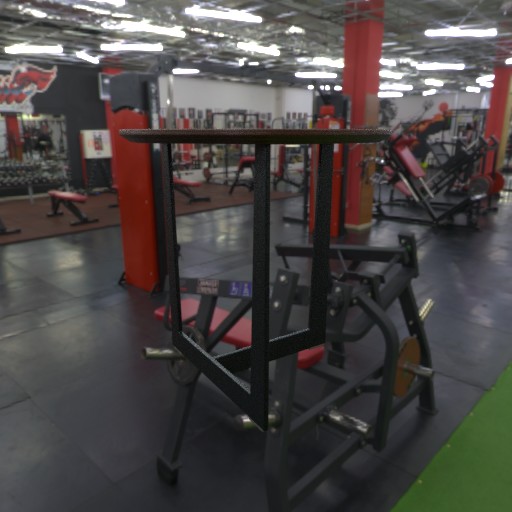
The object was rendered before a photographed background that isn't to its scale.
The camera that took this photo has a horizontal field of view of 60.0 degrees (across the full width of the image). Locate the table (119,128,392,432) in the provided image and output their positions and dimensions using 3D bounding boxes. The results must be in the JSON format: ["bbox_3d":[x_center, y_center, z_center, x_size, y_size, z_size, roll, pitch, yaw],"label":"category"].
[{"bbox_3d":[0.000,0.000,0.872,0.494,0.476,0.477,-14,21,-42],"label":"table"}]
